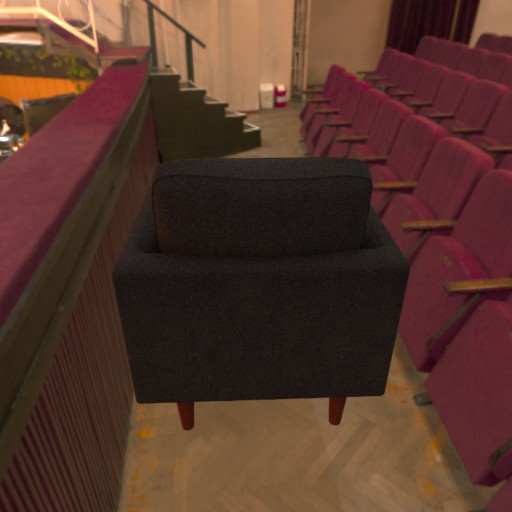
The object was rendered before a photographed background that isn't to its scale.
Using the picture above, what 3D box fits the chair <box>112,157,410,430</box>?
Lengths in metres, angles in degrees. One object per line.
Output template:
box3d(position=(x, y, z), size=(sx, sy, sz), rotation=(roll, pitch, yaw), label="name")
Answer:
box3d(position=(0.000, 0.000, 1.680), size=(0.858, 0.957, 0.899), rotation=(-1, 30, -2), label="chair")
